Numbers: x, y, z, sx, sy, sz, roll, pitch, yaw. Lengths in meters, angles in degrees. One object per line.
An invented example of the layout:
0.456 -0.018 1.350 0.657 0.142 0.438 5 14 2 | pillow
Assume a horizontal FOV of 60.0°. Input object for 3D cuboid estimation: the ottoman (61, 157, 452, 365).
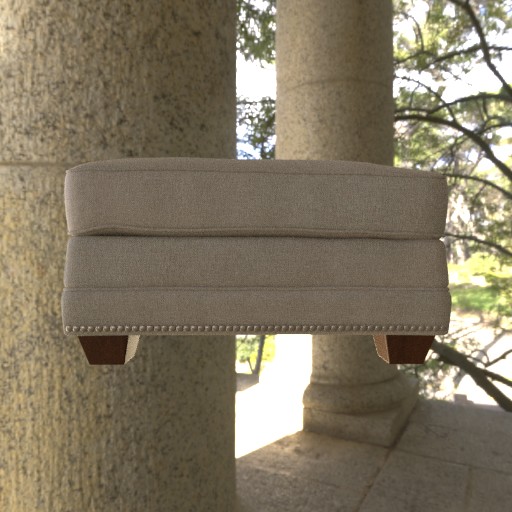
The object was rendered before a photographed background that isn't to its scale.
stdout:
0.000 0.000 1.157 0.813 0.458 0.559 0 0 -1 | ottoman
